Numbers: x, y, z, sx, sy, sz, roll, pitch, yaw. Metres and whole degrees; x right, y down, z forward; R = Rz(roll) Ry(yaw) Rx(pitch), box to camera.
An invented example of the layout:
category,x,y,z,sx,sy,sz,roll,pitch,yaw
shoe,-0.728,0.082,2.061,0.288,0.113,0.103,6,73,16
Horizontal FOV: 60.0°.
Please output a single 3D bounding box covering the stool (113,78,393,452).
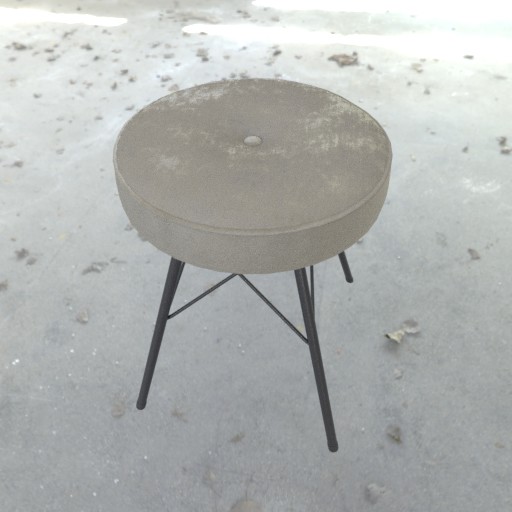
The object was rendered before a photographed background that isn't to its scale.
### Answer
category,x,y,z,sx,sy,sz,roll,pitch,yaw
stool,0.000,0.000,0.842,0.423,0.538,0.457,9,47,9
